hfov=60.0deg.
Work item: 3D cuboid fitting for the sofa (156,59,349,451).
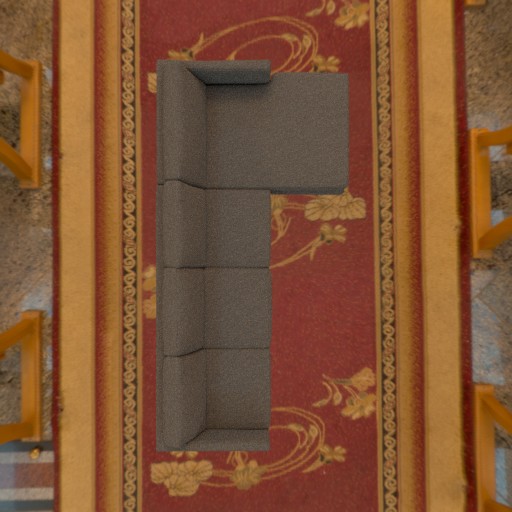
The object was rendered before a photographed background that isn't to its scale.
[{"bbox_3d":[0.000,0.000,3.826,1.625,0.846,3.186,0,90,0],"label":"sofa"}]
